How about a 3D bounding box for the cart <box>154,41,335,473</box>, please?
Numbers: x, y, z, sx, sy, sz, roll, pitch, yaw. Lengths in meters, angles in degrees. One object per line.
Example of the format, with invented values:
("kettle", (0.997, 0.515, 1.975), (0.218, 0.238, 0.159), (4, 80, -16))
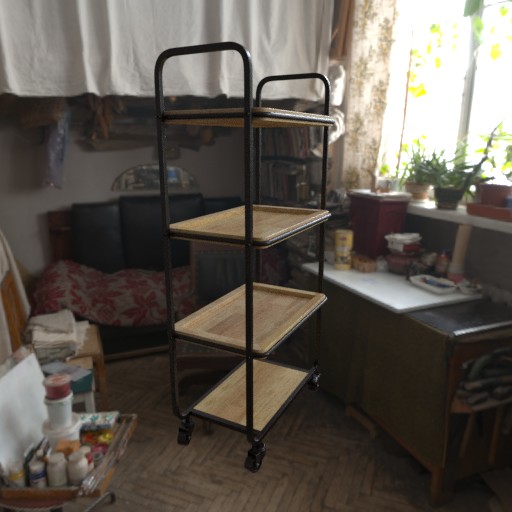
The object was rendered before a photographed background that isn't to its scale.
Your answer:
("cart", (0.000, 0.000, 1.338), (0.321, 1.080, 0.545), (8, 17, 27))
